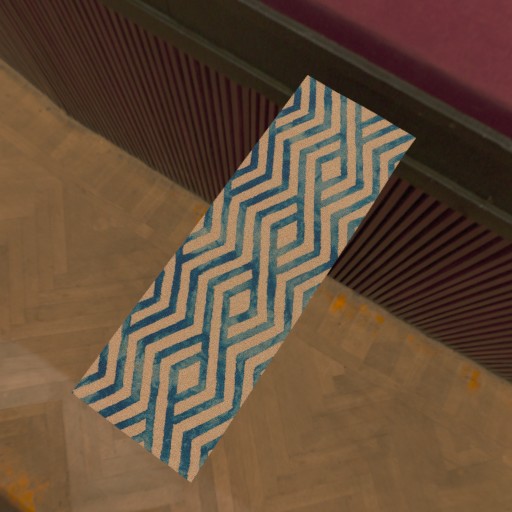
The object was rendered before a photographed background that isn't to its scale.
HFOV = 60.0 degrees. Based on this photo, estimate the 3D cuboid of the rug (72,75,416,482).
[{"bbox_3d":[0.000,0.000,1.618,0.503,0.007,1.492,33,78,8],"label":"rug"}]
